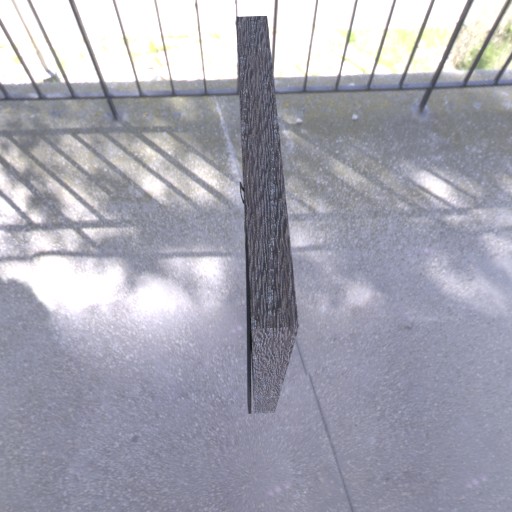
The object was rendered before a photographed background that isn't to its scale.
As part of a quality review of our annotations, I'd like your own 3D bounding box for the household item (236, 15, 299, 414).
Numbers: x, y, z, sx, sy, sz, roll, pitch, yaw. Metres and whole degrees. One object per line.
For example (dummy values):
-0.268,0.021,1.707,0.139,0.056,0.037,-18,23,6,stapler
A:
0.000,0.000,0.277,0.020,0.210,0.160,-3,63,-1,household item
